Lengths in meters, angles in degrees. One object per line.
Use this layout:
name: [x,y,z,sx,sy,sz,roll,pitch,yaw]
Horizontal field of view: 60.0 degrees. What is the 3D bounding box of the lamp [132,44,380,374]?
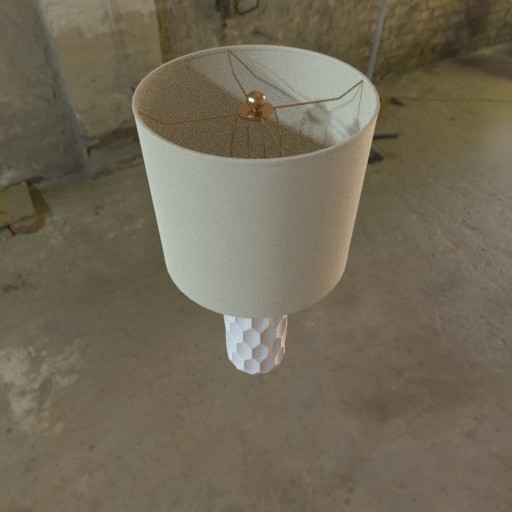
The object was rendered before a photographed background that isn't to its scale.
lamp: [0.000,0.000,0.696,0.277,0.537,0.277,16,48,15]
